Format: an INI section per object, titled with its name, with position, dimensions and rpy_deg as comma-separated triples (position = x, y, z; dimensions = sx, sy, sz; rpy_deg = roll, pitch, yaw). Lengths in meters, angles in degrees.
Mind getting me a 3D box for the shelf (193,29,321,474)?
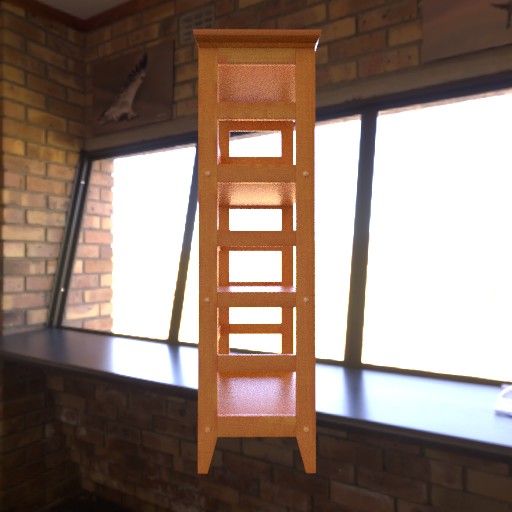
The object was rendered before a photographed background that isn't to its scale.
[shelf]
position = 0.000, 0.000, 1.375
dimensions = 0.305, 1.067, 0.660
rpy_deg = 0, -1, 0
